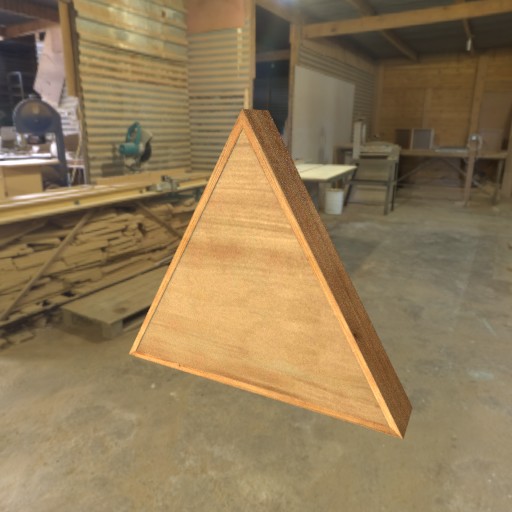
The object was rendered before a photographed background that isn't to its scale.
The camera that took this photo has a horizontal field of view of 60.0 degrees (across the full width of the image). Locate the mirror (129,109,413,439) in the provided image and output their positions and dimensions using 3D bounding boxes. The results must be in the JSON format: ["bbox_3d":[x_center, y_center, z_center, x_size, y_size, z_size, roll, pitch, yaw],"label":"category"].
[{"bbox_3d":[0.000,0.000,0.874,0.631,0.548,0.100,9,19,27],"label":"mirror"}]
